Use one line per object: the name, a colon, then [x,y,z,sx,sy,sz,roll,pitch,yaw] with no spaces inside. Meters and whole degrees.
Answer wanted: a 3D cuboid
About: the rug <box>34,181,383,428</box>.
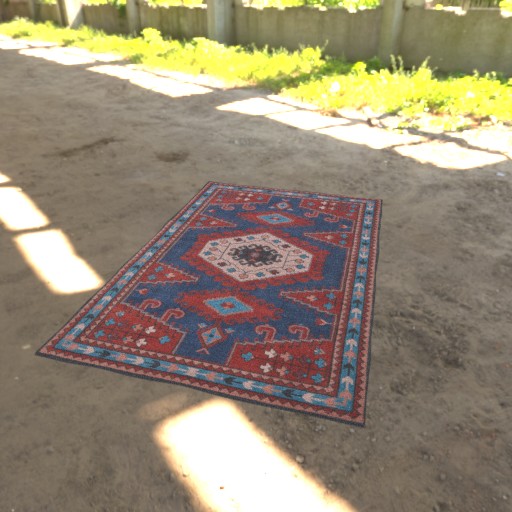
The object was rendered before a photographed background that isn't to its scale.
rug: [0.000,0.000,2.254,1.207,0.012,1.820,8,32,13]
